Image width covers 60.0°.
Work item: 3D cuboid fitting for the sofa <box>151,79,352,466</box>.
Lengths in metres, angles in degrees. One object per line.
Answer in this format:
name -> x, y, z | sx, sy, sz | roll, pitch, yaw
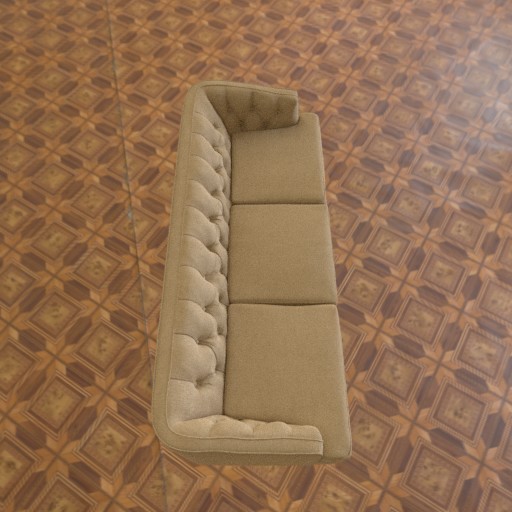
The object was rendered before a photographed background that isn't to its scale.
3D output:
sofa -> 0.000, 0.000, 2.635 | 0.913, 0.788, 2.235 | 0, 61, 0
